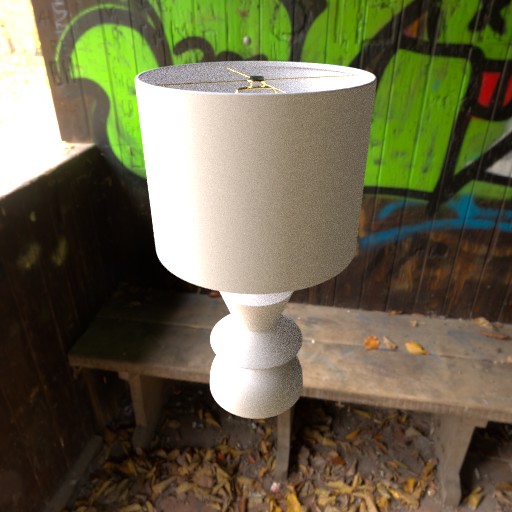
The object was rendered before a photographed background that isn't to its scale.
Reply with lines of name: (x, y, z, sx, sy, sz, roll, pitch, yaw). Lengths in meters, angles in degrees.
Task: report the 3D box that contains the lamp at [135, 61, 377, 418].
lamp: (0.000, 0.000, 0.696, 0.301, 0.533, 0.301, -10, 31, -16)
